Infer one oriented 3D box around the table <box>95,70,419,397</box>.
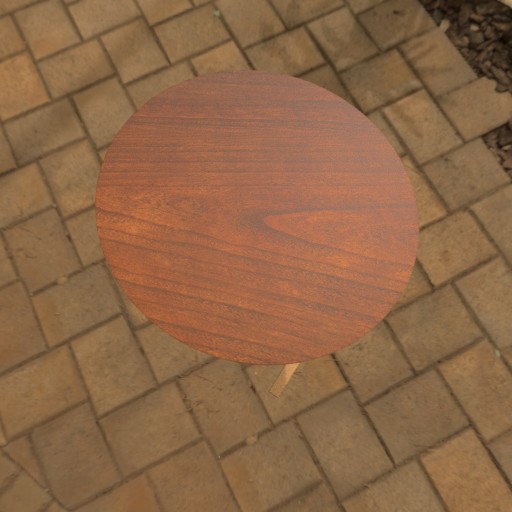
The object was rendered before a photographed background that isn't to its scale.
[{"bbox_3d":[0.000,0.000,1.115,0.577,0.706,0.530,33,78,8],"label":"table"}]
